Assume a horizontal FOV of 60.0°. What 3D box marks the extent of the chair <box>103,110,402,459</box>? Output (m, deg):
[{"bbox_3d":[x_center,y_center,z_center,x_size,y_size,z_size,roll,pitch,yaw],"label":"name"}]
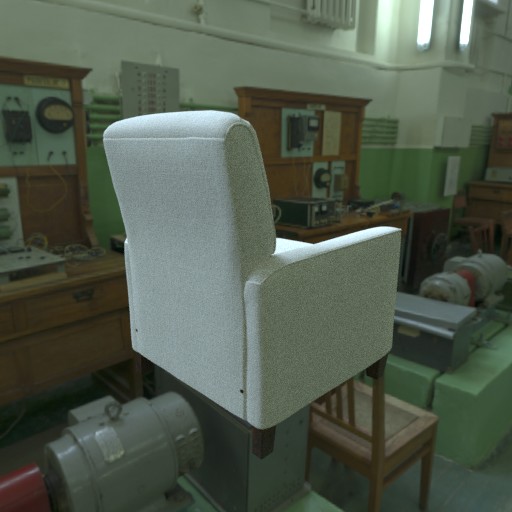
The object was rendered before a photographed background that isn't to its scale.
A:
[{"bbox_3d":[0.000,0.000,1.713,0.858,1.028,0.841,-14,20,-43],"label":"chair"}]
